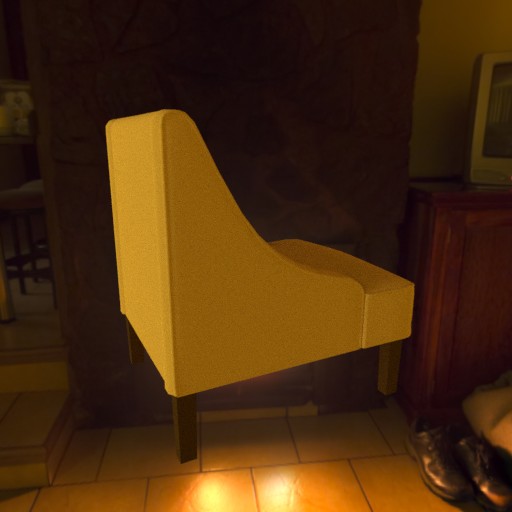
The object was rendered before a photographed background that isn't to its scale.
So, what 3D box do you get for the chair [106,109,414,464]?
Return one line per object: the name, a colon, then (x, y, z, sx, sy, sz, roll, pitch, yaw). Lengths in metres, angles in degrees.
chair: (0.000, 0.000, 1.487, 0.806, 0.886, 0.689, -8, 17, -26)
